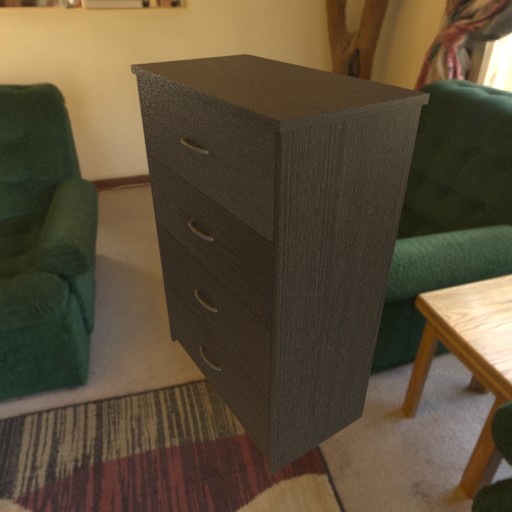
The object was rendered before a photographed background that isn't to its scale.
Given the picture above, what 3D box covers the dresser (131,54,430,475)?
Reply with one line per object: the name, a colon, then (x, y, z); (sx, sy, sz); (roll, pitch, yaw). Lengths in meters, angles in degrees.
dresser: (0.000, 0.000, 1.344); (0.399, 1.020, 0.704); (-19, 37, -28)
